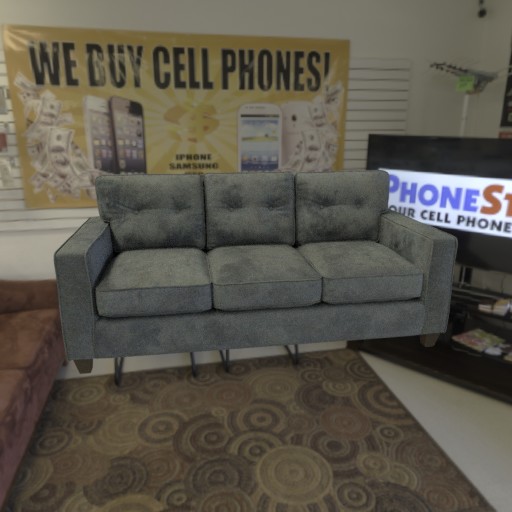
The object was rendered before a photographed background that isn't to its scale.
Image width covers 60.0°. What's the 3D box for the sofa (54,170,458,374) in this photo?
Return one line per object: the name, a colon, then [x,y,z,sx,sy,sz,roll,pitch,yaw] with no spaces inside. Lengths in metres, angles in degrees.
sofa: [0.000,0.000,2.735,2.133,0.965,0.939,-3,17,-8]
